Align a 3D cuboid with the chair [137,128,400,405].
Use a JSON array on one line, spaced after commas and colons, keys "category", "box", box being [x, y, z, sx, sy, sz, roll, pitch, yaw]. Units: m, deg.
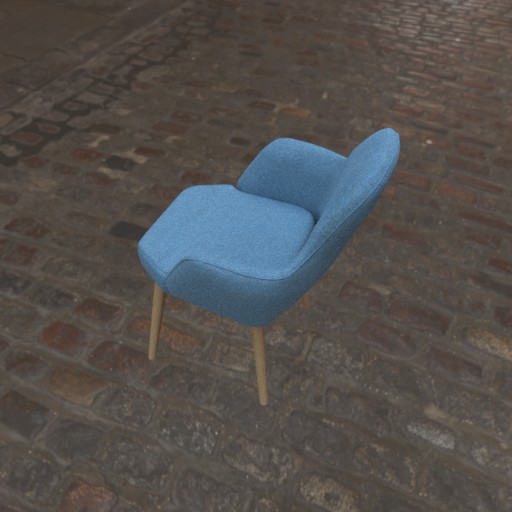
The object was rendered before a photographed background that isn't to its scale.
[{"category": "chair", "box": [0.000, 0.000, 1.362, 0.666, 0.920, 0.589, 17, 49, 16]}]
